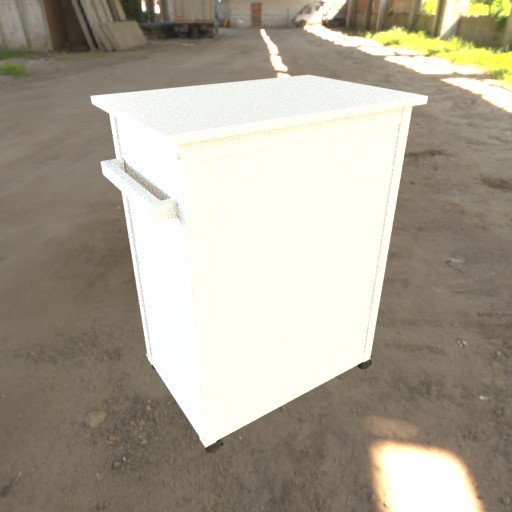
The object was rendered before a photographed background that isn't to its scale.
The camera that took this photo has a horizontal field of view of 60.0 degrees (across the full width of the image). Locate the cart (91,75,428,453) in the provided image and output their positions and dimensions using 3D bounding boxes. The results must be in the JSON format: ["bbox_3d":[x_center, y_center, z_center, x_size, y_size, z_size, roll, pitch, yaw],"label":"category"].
[{"bbox_3d":[0.000,0.000,1.256,0.683,0.864,0.442,-18,34,-29],"label":"cart"}]
